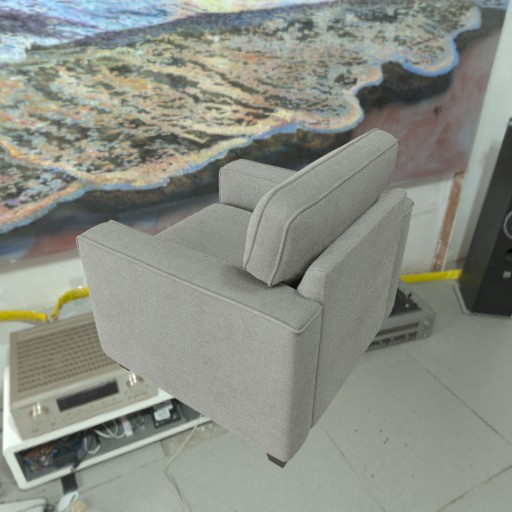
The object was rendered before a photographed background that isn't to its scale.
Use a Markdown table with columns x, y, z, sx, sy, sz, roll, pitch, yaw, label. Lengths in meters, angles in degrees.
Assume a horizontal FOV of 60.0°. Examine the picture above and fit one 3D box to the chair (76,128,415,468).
| x | y | z | sx | sy | sz | roll | pitch | yaw | label |
| --- | --- | --- | --- | --- | --- | --- | --- | --- | --- |
| 0.000 | 0.000 | 1.797 | 0.939 | 0.965 | 1.015 | 20 | 37 | 29 | chair |
